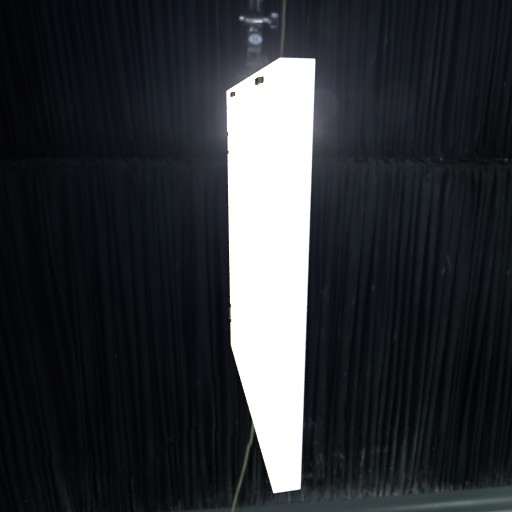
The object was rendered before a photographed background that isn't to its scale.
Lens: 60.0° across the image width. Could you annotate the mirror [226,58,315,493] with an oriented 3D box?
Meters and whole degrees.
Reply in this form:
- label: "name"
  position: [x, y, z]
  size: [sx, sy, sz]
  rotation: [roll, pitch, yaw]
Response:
- label: "mirror"
  position: [0.000, 0.000, 0.685]
  size: [0.041, 0.509, 0.406]
  rotation: [-3, 16, -10]
